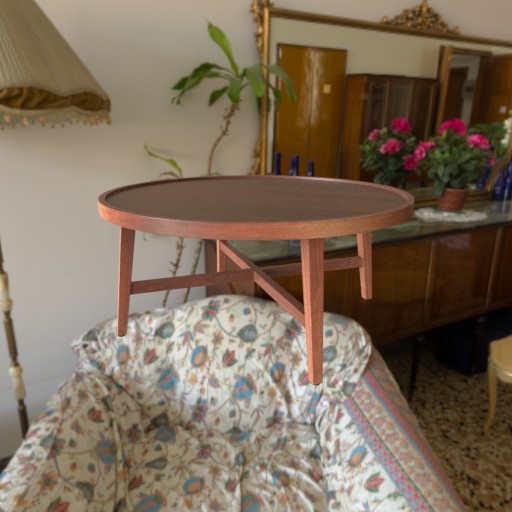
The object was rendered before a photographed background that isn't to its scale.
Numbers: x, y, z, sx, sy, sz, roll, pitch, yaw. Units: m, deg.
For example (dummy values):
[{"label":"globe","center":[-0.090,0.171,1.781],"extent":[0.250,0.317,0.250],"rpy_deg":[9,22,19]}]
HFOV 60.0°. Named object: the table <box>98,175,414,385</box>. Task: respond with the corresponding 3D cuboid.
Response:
[{"label":"table","center":[0.000,0.000,1.235],"extent":[0.800,0.360,0.800],"rpy_deg":[0,16,0]}]
